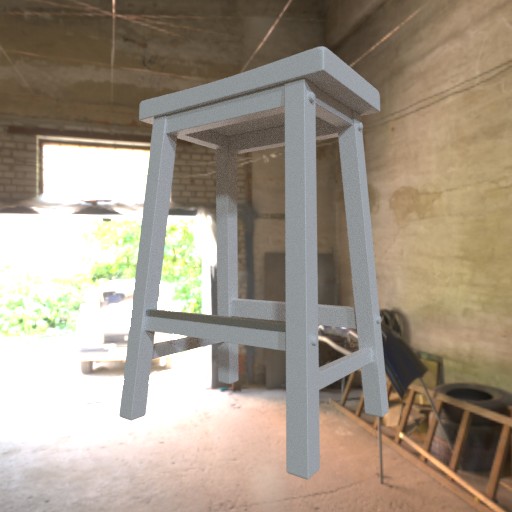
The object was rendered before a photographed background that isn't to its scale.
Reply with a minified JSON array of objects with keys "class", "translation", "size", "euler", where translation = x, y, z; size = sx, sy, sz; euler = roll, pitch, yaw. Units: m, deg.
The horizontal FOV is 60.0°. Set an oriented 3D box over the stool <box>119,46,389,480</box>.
[{"class":"stool","translation":[0.000,0.000,0.850],"size":[0.406,0.610,0.322],"euler":[0,0,36]}]
